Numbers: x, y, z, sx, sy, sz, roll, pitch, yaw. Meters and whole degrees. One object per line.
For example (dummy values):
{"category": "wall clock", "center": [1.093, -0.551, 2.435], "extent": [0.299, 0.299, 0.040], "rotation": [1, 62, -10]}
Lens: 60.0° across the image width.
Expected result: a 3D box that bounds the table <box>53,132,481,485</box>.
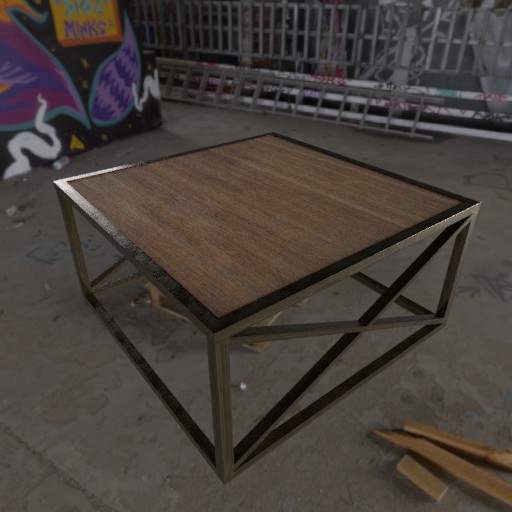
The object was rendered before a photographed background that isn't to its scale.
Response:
{"category": "table", "center": [0.000, 0.000, 1.433], "extent": [0.899, 0.451, 0.909], "rotation": [-22, 38, -32]}
